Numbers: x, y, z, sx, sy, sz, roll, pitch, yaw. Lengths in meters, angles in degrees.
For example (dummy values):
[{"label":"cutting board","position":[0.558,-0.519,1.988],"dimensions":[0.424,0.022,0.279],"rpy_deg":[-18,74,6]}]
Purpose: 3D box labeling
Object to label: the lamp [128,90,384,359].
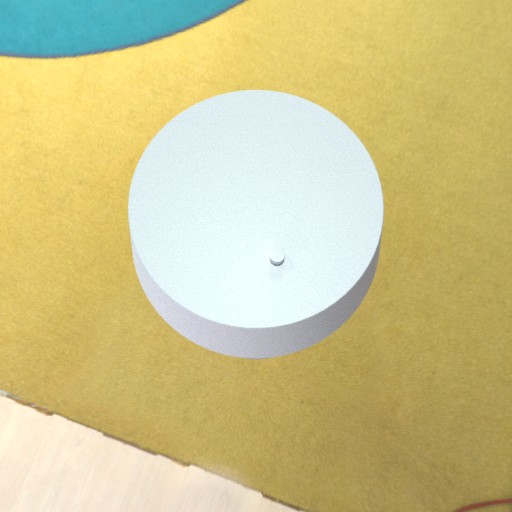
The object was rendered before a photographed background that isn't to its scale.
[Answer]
[{"label":"lamp","position":[0.000,0.000,0.626],"dimensions":[0.291,0.429,0.291],"rpy_deg":[0,75,0]}]
